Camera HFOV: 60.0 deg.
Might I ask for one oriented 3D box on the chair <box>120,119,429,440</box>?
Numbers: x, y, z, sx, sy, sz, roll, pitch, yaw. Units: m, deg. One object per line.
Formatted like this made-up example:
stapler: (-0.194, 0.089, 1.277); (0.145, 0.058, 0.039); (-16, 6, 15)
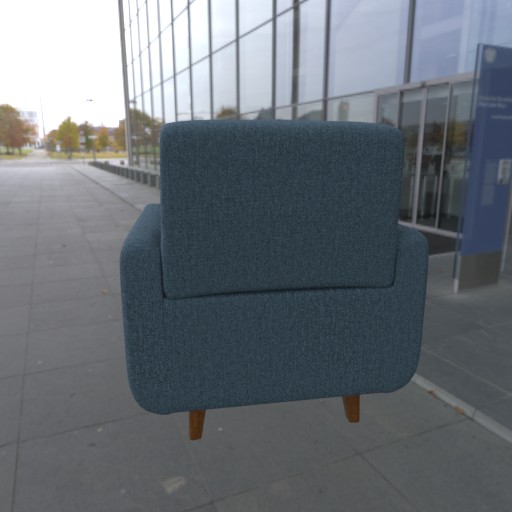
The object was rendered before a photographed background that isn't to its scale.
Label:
chair: (0.000, 0.000, 1.663); (0.880, 0.940, 0.964); (-2, 14, -10)
